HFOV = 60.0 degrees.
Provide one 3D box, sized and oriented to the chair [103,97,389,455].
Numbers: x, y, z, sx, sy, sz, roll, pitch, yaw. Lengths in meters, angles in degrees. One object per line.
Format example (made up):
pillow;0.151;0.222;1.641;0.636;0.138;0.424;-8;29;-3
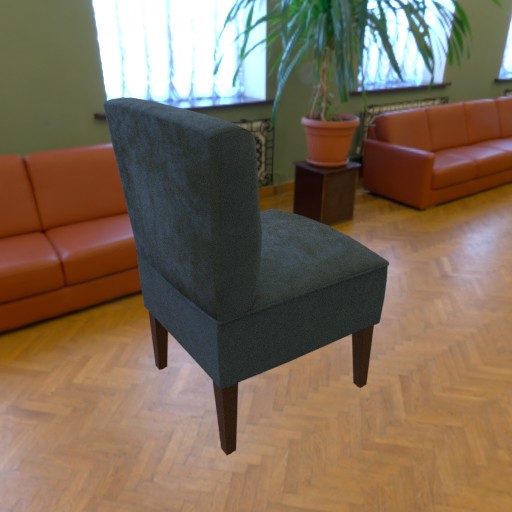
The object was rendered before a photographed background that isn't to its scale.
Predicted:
chair;0.000;0.000;1.184;0.551;0.806;0.521;-18;31;-32
